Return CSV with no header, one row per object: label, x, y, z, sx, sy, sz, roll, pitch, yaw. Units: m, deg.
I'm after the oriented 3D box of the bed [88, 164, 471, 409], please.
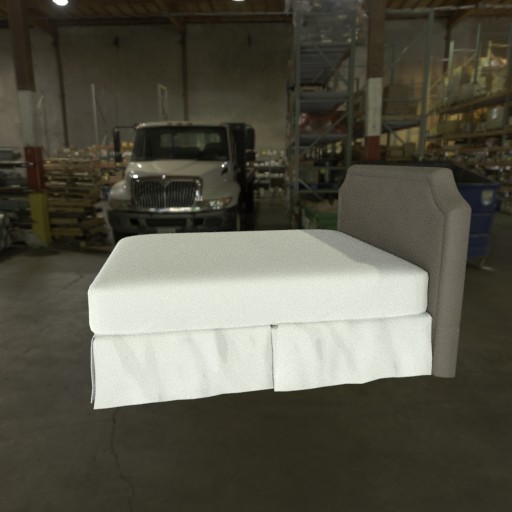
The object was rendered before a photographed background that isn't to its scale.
bed,0.000,0.000,3.267,2.181,1.297,1.831,-2,13,-10
